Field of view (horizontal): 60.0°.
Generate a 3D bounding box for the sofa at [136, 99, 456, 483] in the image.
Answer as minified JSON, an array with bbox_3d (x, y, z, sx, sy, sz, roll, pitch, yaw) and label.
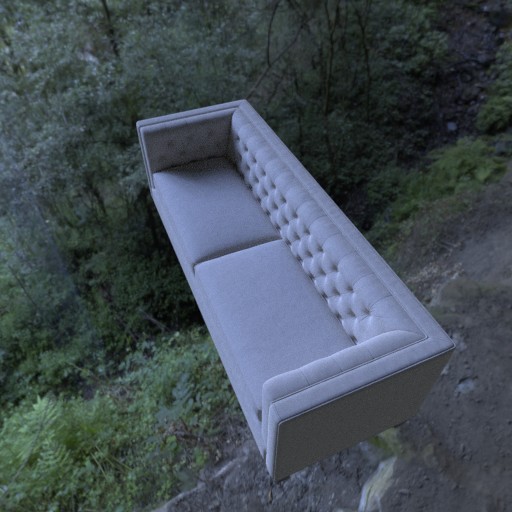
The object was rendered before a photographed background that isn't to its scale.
[{"bbox_3d":[0.000,0.000,2.554,0.775,0.762,2.159,-17,49,-16],"label":"sofa"}]
